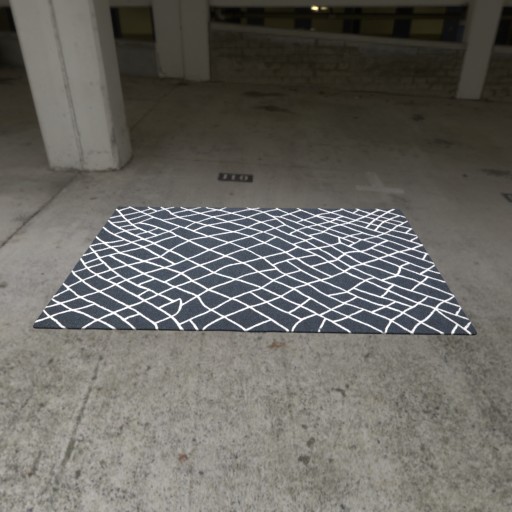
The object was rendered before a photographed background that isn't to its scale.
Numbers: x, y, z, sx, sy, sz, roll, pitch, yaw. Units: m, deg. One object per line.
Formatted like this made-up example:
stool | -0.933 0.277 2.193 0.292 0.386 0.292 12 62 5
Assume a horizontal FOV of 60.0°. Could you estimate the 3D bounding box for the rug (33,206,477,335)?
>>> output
rug | 0.000 0.000 2.339 1.830 0.013 1.223 1 30 1
